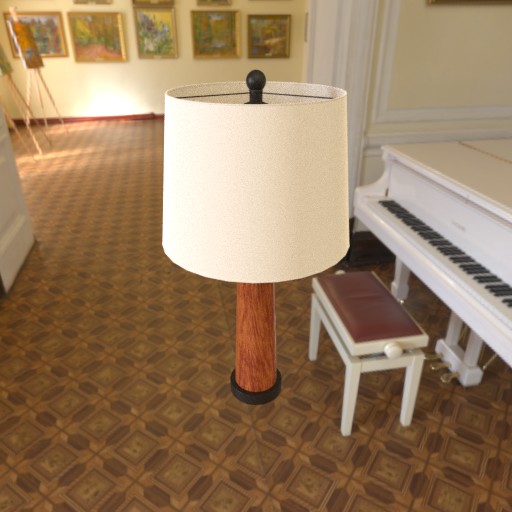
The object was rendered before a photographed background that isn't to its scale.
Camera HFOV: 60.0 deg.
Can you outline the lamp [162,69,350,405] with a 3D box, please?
[{"bbox_3d":[0.000,0.000,0.858,0.349,0.667,0.349,0,27,0],"label":"lamp"}]
